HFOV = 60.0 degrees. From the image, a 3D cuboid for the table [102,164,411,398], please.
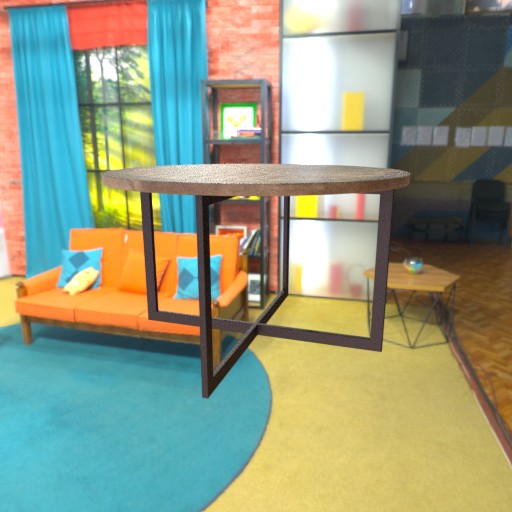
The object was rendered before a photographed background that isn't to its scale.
[{"bbox_3d":[0.000,0.000,2.007,1.264,0.762,1.264,0,14,0],"label":"table"}]
